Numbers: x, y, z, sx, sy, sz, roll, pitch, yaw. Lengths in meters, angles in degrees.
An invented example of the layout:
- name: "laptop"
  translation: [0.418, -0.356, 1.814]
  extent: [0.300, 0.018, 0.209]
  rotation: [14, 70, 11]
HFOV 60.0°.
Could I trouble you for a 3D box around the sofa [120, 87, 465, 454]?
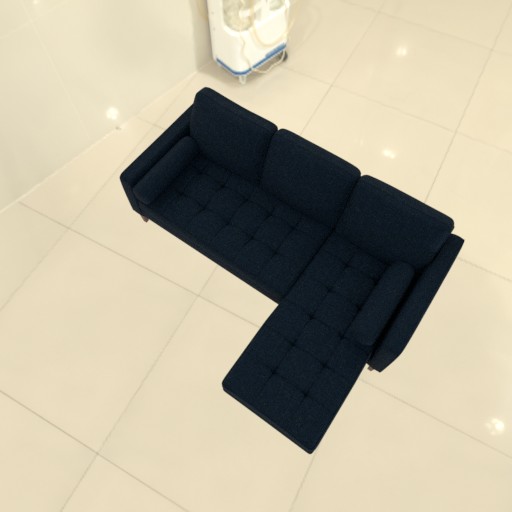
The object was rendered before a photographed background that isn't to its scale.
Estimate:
- name: "sofa"
  translation: [0.000, 0.000, 2.965]
  extent: [2.185, 0.841, 1.613]
  rotation: [32, 68, 15]
